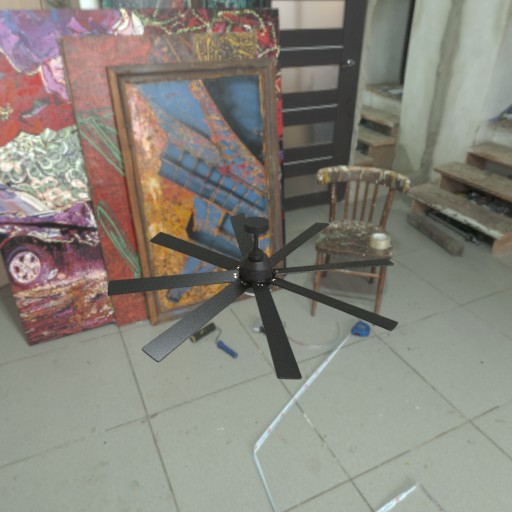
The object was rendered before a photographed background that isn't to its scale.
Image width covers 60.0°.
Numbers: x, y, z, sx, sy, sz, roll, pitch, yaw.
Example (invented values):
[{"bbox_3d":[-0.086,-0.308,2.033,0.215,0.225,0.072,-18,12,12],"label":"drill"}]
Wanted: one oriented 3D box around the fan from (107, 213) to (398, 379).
[{"bbox_3d":[0.000,0.000,2.768,1.830,0.472,1.830,19,35,30],"label":"fan"}]
